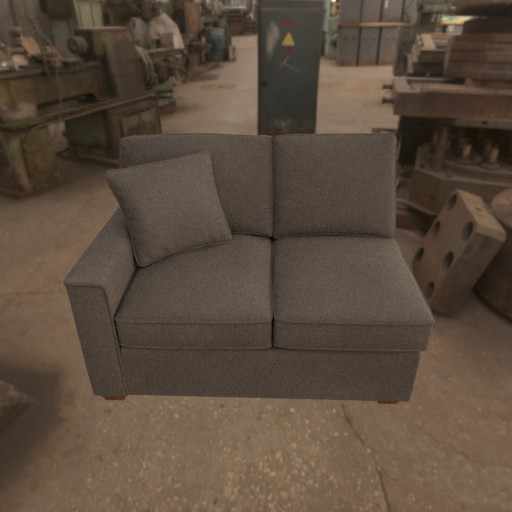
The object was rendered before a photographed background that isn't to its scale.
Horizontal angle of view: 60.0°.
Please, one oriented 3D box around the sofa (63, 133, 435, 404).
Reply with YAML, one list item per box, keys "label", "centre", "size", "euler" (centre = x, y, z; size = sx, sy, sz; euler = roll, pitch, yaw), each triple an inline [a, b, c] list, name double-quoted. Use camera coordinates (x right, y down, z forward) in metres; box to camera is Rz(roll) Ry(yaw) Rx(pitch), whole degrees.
- label: "sofa"
  centre: [0.000, 0.000, 2.071]
  size: [1.388, 0.989, 0.991]
  euler: [1, 30, 1]
